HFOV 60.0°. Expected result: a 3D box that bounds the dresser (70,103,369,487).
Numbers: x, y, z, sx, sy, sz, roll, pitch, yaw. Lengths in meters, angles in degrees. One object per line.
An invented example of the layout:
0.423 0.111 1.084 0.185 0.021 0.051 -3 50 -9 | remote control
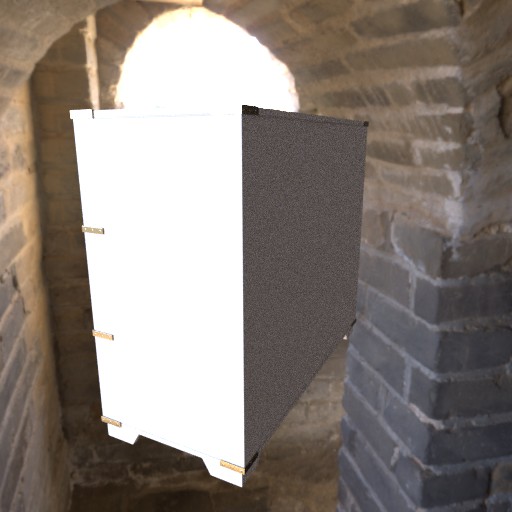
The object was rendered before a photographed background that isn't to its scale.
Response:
0.000 0.000 1.491 0.460 0.891 1.022 7 17 26 | dresser
